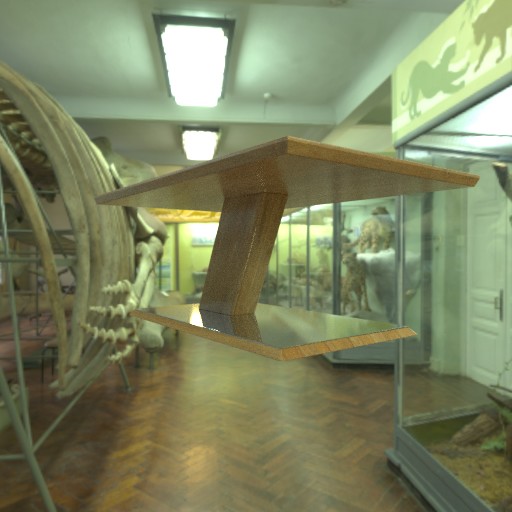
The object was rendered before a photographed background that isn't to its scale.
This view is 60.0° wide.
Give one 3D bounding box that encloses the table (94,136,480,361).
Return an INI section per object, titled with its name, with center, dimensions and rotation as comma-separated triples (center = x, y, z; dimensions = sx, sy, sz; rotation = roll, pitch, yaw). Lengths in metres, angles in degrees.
[table]
center = 0.000, 0.000, 1.434
dimensions = 0.692, 0.441, 1.100
rotation = 0, 1, -37
